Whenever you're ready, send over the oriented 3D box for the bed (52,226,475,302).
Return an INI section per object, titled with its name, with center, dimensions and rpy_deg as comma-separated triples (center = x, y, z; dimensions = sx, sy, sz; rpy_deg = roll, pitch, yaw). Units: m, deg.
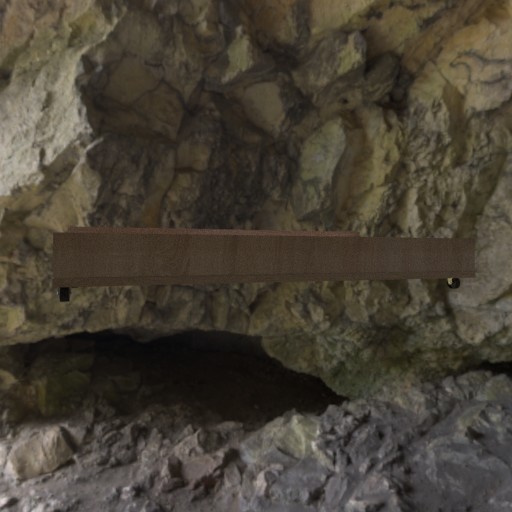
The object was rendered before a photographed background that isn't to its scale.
[bed]
center = 0.000, 0.000, 1.483
dimensions = 1.200, 0.209, 0.685
rpy_deg = 0, 0, -20
